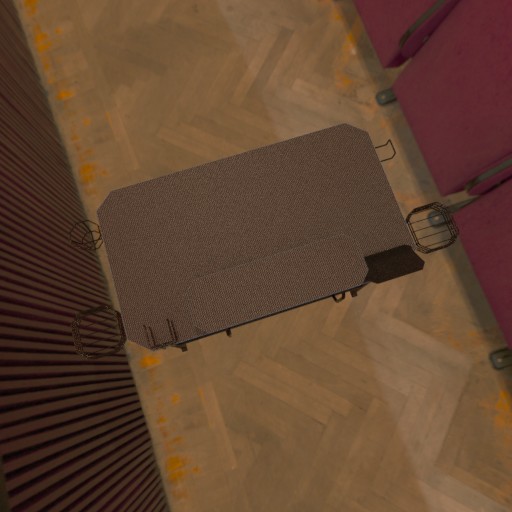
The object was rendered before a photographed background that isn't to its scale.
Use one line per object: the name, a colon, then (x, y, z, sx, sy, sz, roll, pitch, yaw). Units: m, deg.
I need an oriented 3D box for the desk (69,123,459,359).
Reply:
desk: (0.000, 0.000, 1.750, 1.295, 0.909, 0.594, -17, 77, -4)
